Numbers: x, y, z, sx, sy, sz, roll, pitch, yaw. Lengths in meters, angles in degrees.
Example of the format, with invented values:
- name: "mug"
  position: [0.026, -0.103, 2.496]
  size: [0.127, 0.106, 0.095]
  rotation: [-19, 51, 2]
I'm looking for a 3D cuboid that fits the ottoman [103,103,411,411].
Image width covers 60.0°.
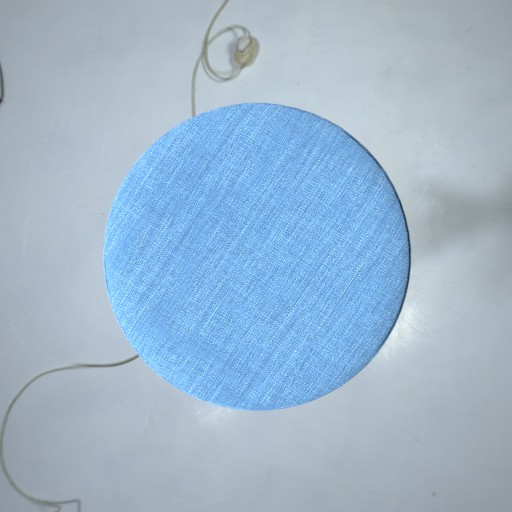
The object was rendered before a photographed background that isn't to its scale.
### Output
- name: "ottoman"
  position: [0.000, 0.000, 0.745]
  size: [0.398, 0.406, 0.398]
  rotation: [0, 91, -1]
